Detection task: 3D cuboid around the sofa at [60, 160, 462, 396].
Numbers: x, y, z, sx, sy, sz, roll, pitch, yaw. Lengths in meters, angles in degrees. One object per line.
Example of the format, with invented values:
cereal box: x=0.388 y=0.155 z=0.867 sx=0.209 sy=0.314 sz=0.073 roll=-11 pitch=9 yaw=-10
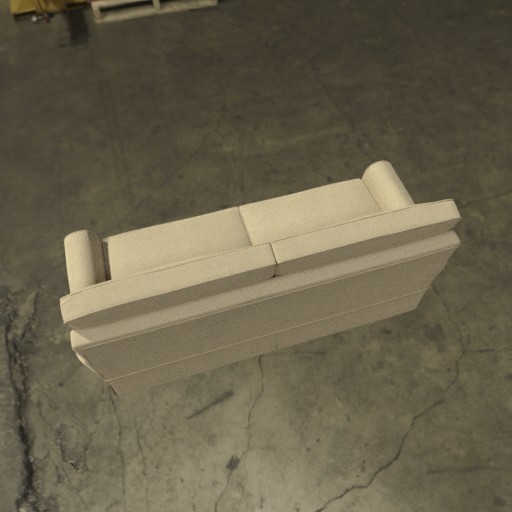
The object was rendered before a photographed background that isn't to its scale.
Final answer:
sofa: x=0.000 y=0.000 z=2.762 sx=2.246 sy=1.014 sz=0.900 roll=-14 pitch=58 yaw=-9
